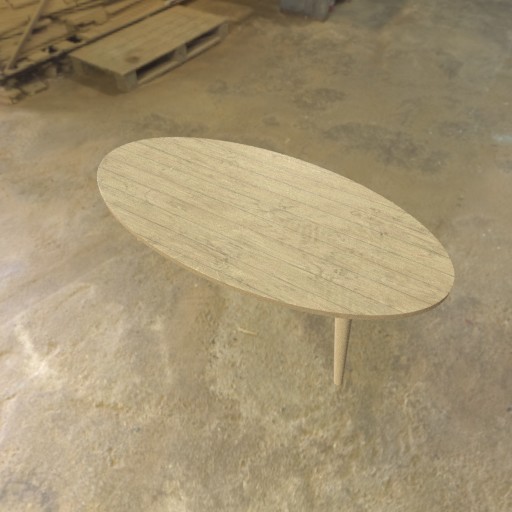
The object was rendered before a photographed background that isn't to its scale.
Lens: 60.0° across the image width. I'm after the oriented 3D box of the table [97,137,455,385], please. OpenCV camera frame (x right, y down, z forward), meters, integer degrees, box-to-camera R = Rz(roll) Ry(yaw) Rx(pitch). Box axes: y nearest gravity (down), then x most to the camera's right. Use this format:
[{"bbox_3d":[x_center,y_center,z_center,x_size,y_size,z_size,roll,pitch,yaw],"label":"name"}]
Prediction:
[{"bbox_3d":[0.000,0.000,1.377,1.083,0.390,0.542,24,51,20],"label":"table"}]
